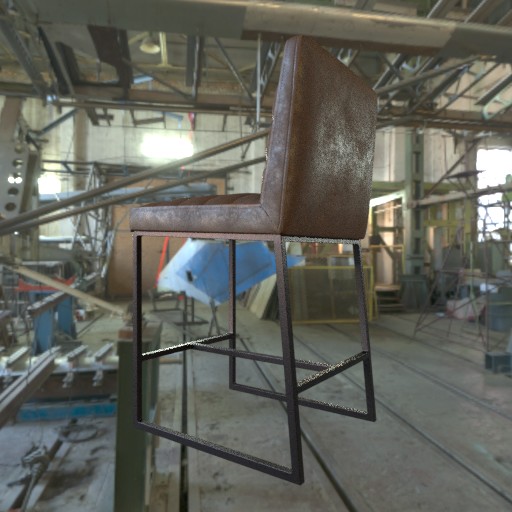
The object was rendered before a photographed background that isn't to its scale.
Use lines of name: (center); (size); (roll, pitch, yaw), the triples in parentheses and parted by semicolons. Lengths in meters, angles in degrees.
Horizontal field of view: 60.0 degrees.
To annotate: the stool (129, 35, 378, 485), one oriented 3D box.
stool: (0.000, 0.000, 1.244); (0.562, 0.942, 0.463); (0, 1, 35)
